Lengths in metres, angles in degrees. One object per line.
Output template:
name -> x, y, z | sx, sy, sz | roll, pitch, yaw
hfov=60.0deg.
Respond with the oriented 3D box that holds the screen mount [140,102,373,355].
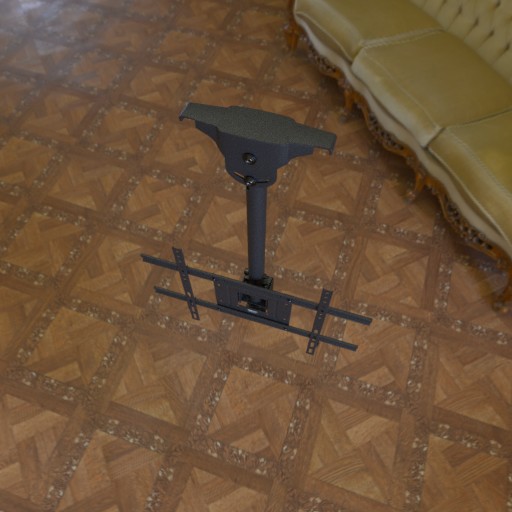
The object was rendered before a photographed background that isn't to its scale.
screen mount -> 0.000, 0.000, 1.035 | 0.595, 0.775, 0.090 | 15, 59, 9
